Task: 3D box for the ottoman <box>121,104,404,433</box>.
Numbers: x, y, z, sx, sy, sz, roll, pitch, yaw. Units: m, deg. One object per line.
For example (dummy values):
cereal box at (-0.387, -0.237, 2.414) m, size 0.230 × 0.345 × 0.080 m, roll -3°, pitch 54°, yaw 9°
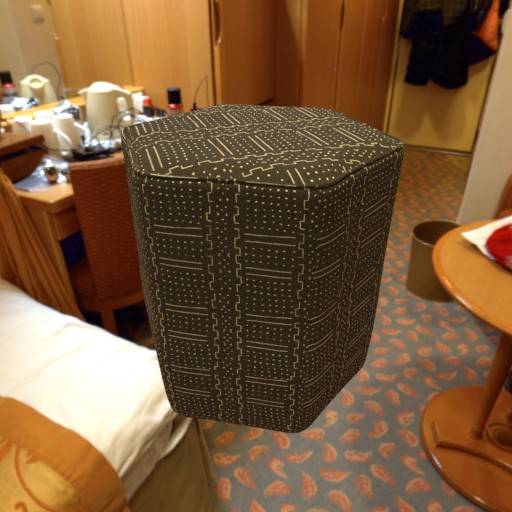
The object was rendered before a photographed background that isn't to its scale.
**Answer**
ottoman at (0.000, 0.000, 0.878) m, size 0.443 × 0.502 × 0.494 m, roll -10°, pitch 32°, yaw -17°
